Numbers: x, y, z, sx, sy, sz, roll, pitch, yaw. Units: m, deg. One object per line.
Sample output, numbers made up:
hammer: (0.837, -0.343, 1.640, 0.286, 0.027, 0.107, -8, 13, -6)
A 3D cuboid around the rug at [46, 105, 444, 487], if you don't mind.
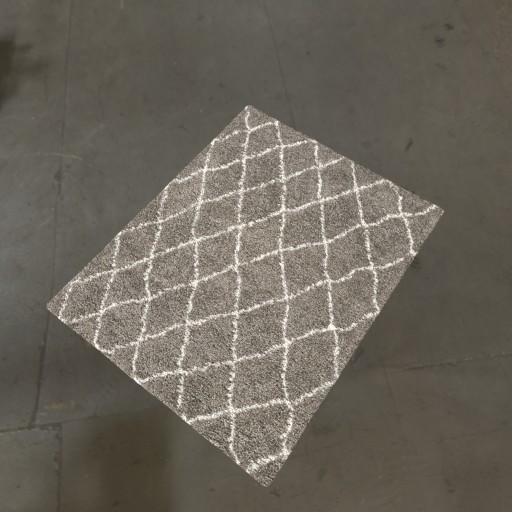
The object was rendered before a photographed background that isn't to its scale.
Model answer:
rug: (0.000, 0.000, 4.186, 2.438, 0.029, 3.047, 33, 67, 16)
